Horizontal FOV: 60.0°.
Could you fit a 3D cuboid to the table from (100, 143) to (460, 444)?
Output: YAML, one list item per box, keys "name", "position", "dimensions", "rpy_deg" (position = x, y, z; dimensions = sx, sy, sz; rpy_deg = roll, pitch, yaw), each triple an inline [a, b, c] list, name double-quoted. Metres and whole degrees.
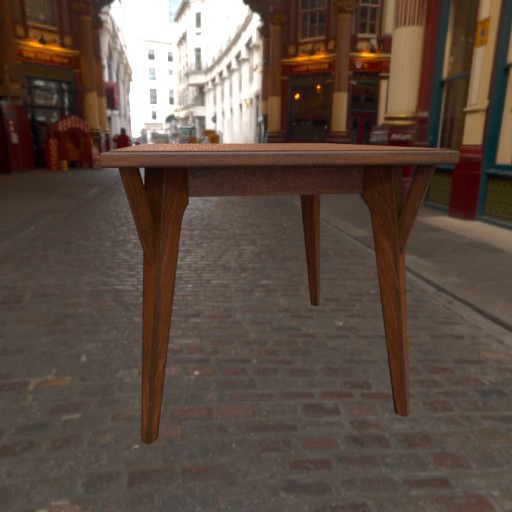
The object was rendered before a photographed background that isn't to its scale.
- name: "table"
  position: [0.000, 0.000, 1.576]
  dimensions: [0.838, 0.761, 0.991]
  rpy_deg: [-2, 15, -9]
